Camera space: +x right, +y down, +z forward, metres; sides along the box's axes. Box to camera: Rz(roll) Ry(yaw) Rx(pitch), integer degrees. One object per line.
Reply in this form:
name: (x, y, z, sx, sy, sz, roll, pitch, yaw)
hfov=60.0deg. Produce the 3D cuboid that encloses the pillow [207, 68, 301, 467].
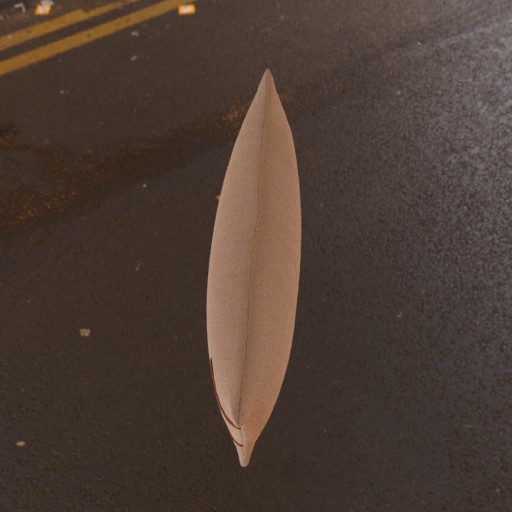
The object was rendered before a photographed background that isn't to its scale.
pillow: (0.000, 0.000, 0.745, 0.148, 0.308, 0.612, 3, 58, 2)
